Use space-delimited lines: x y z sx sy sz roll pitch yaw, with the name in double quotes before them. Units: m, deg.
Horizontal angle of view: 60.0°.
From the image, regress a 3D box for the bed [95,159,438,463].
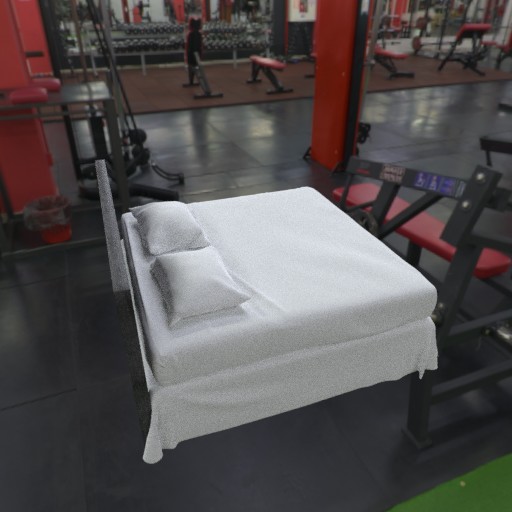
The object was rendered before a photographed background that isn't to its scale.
"bed" 0.000 0.000 3.480 2.165 1.158 2.255 -10 32 -17
